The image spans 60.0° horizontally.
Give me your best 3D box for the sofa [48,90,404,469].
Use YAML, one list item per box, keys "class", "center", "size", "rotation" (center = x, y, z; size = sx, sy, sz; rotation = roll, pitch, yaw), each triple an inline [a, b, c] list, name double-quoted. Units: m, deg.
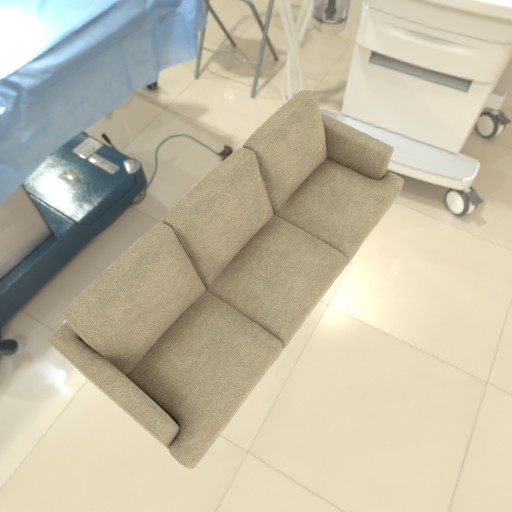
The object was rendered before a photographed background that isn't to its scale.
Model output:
- class: "sofa"
  center: [0.000, 0.000, 2.668]
  size: [0.903, 0.930, 2.246]
  rotation: [32, 63, 19]
